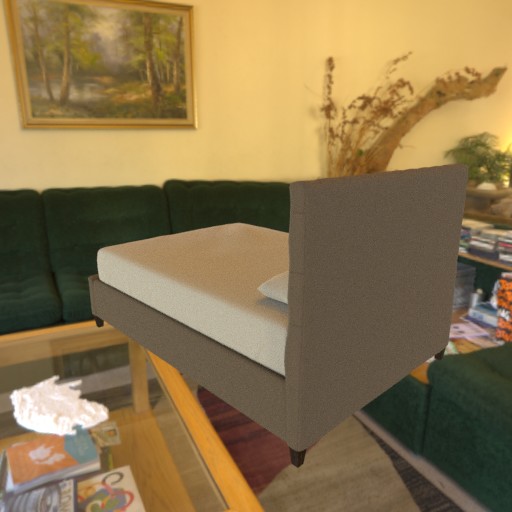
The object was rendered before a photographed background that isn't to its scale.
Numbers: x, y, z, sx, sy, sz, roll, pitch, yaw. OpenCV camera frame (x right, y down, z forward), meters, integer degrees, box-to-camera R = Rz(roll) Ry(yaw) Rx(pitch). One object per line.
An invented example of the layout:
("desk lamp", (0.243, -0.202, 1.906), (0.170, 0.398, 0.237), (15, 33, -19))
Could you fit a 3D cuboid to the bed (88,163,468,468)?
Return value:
("bed", (0.000, 0.000, 3.390), (1.698, 1.427, 2.387), (-14, 21, -41))
